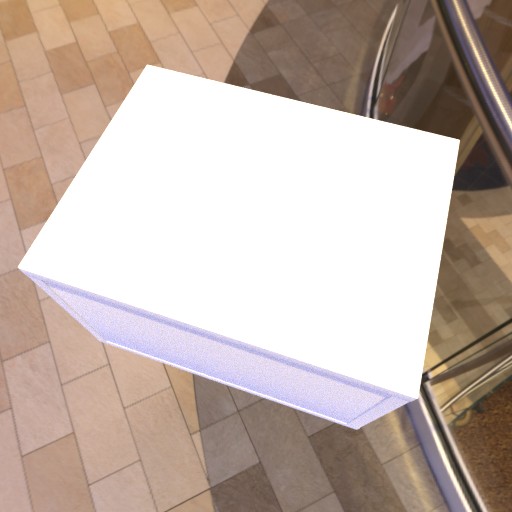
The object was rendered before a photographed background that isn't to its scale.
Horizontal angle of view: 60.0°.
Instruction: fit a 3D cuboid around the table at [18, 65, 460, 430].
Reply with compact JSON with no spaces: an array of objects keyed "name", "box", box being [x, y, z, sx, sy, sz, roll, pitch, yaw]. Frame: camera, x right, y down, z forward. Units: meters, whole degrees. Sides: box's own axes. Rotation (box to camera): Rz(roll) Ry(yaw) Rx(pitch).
[{"name":"table","box":[0.000,0.000,0.780,0.517,0.357,0.399,17,64,8]}]
